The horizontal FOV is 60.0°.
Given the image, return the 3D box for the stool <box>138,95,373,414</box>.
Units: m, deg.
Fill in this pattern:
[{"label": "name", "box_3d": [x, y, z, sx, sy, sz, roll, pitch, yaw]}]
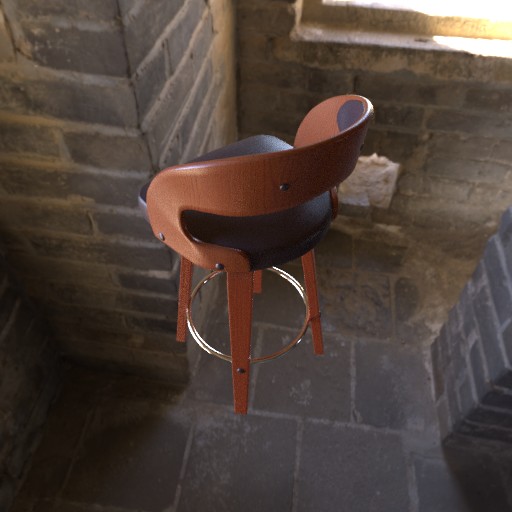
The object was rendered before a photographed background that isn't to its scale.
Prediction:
[{"label": "stool", "box_3d": [0.000, 0.000, 1.183, 0.457, 0.940, 0.457, -30, 54, -26]}]
